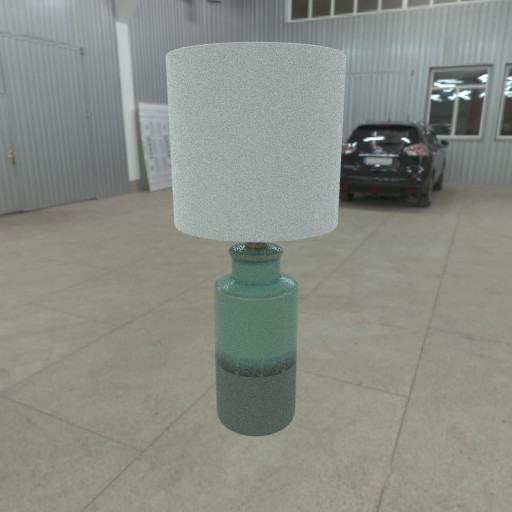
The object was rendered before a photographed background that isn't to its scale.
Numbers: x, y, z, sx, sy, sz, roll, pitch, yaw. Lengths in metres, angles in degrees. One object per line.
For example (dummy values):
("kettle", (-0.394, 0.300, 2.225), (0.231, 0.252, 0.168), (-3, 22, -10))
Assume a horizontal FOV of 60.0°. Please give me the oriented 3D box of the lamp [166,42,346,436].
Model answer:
("lamp", (0.000, 0.000, 0.599), (0.212, 0.493, 0.212), (-3, 17, -9))
